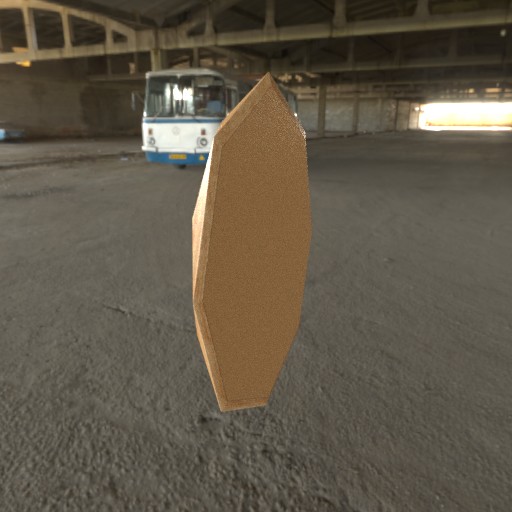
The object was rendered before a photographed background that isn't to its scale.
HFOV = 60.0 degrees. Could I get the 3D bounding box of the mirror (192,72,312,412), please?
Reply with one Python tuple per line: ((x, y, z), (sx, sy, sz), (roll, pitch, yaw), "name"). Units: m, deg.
((0.000, 0.000, 1.008), (0.070, 0.774, 0.577), (9, 19, 26), "mirror")
